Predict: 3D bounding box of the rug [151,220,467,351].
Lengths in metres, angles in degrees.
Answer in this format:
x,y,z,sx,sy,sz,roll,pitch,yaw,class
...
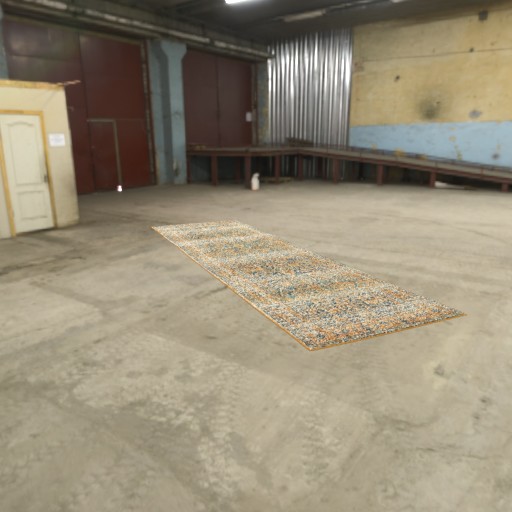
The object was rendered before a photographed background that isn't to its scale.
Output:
x,y,z,sx,sy,sz,roll,pitch,yaw,class
0.000,0.000,2.547,0.704,0.014,2.294,-7,16,-24,rug
